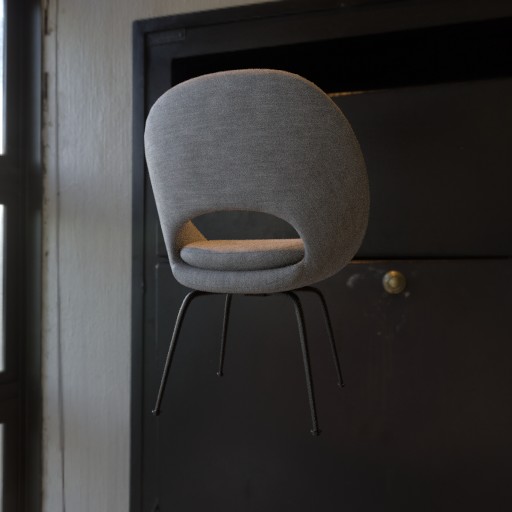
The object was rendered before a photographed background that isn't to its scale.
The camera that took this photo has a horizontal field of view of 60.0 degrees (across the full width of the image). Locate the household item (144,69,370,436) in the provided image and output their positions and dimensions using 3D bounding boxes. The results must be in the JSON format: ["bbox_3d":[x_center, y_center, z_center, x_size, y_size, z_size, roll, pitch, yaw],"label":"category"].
[{"bbox_3d":[0.000,0.000,1.305,0.643,0.869,0.587,0,-1,19],"label":"household item"}]
